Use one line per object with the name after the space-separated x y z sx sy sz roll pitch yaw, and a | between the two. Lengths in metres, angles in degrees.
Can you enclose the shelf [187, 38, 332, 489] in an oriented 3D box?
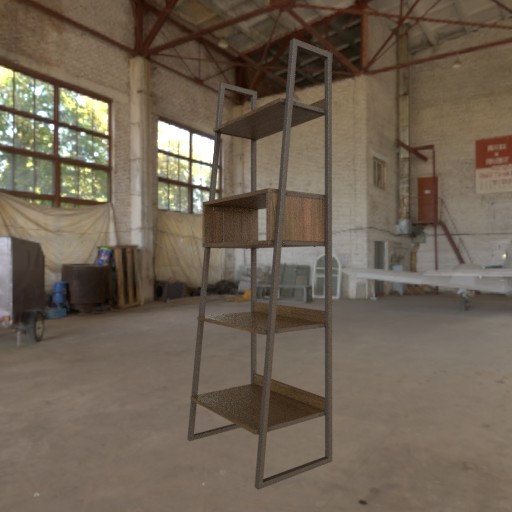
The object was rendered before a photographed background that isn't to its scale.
0.000 0.000 2.298 0.454 2.005 0.652 0 -1 -36 | shelf
